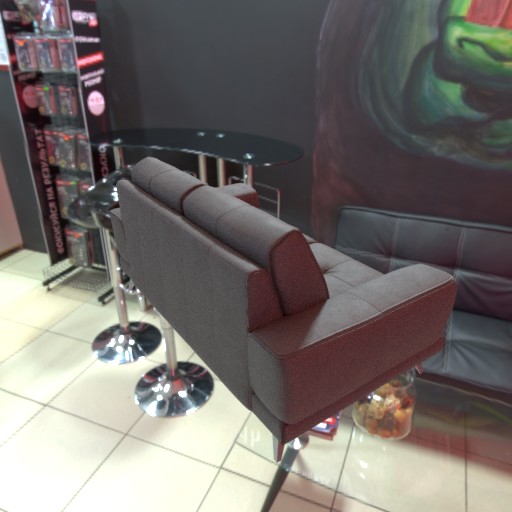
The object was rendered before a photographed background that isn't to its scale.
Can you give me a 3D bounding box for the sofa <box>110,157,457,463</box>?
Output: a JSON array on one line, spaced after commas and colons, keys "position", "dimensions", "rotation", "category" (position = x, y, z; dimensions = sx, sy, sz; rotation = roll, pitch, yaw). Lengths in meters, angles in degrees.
[{"position": [0.000, 0.000, 2.400], "dimensions": [1.018, 0.907, 1.806], "rotation": [-17, 31, -31], "category": "sofa"}]
